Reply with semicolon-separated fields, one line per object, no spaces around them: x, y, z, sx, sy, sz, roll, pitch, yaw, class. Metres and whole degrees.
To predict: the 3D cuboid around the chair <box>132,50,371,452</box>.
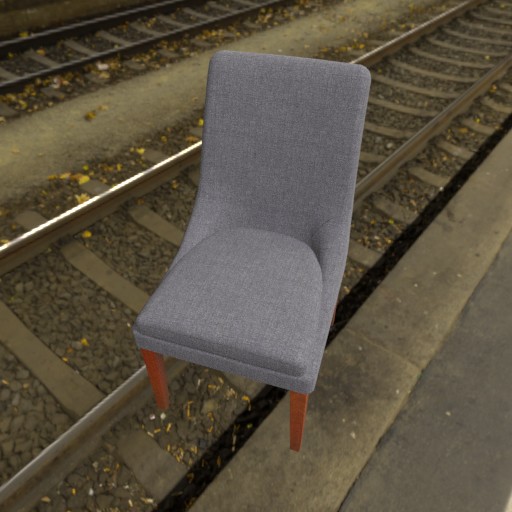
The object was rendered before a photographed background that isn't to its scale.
0.000;0.000;1.318;0.508;0.952;0.655;12;43;13;chair
